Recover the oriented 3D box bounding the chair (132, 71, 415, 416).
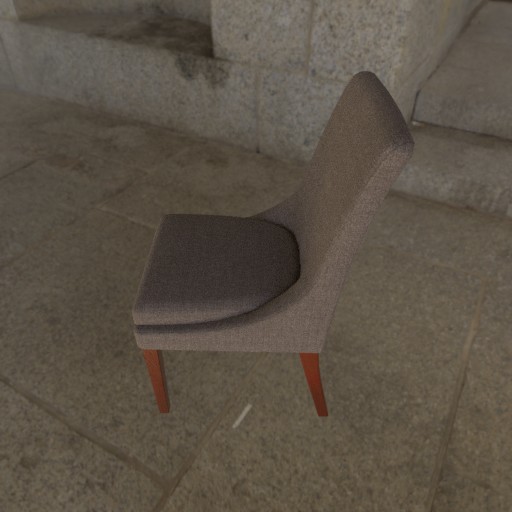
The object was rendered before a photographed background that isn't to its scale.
[{"bbox_3d":[0.000,0.000,1.328,0.655,0.952,0.508,0,40,1],"label":"chair"}]
